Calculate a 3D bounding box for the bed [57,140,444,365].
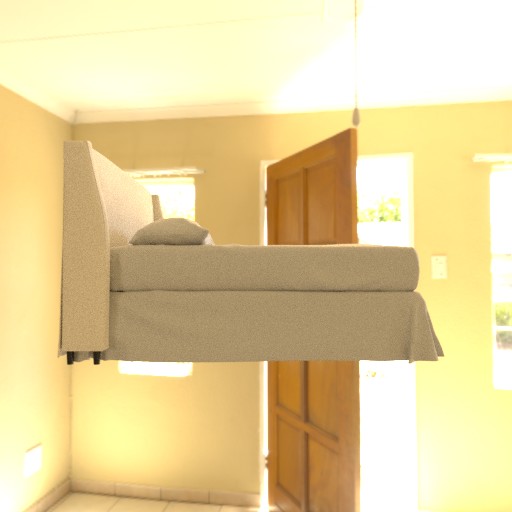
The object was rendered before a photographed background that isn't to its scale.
[{"bbox_3d":[0.000,0.000,3.500,2.276,1.332,1.925,0,-2,0],"label":"bed"}]
